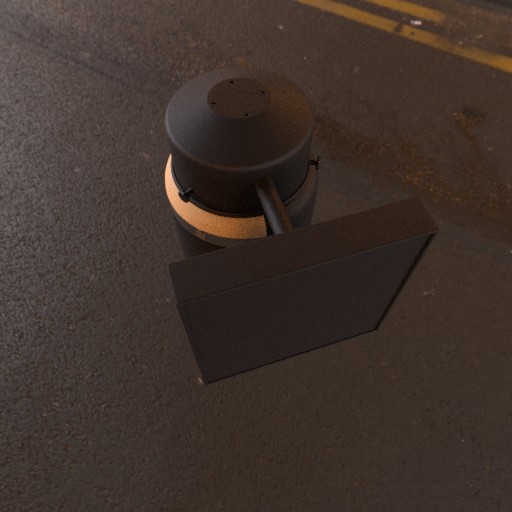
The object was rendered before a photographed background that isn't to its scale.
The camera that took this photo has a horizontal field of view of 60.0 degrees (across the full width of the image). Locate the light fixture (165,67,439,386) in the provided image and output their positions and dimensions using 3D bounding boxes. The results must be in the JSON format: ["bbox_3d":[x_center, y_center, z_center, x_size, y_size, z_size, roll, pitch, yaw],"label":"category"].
[{"bbox_3d":[0.000,0.000,0.355,0.130,0.257,0.176,-16,60,-9],"label":"light fixture"}]
